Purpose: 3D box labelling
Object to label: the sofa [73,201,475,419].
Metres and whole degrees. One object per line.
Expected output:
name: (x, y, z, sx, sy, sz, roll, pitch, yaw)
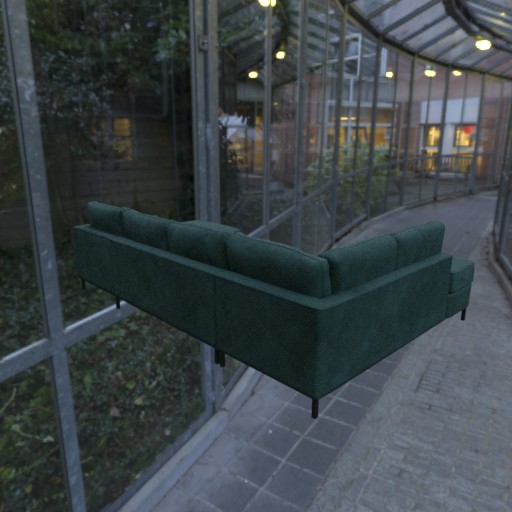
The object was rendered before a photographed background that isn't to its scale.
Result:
sofa: (0.000, 0.000, 3.863, 1.992, 0.861, 2.994, -14, 20, -42)
